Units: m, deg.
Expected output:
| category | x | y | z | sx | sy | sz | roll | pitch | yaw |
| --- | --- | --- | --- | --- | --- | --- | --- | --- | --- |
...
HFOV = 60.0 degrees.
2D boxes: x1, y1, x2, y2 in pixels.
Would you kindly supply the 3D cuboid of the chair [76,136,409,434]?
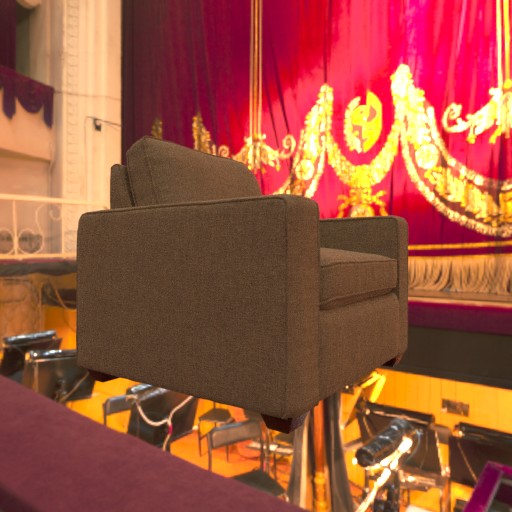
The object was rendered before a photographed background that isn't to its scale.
| category | x | y | z | sx | sy | sz | roll | pitch | yaw |
| --- | --- | --- | --- | --- | --- | --- | --- | --- | --- |
| chair | 0.000 | 0.000 | 1.751 | 0.940 | 0.914 | 1.016 | 0 | 1 | 35 |
